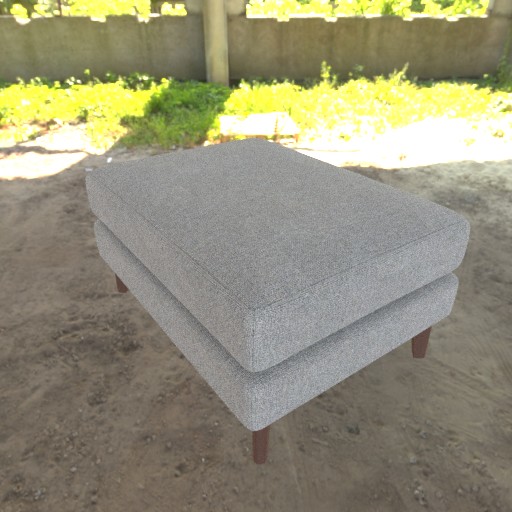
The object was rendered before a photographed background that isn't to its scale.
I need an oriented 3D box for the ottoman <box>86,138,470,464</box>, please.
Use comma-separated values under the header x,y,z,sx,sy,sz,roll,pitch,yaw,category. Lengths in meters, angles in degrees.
x,y,z,sx,sy,sz,roll,pitch,yaw,category
0.000,0.000,1.182,0.611,0.441,0.821,-20,35,-31,ottoman
